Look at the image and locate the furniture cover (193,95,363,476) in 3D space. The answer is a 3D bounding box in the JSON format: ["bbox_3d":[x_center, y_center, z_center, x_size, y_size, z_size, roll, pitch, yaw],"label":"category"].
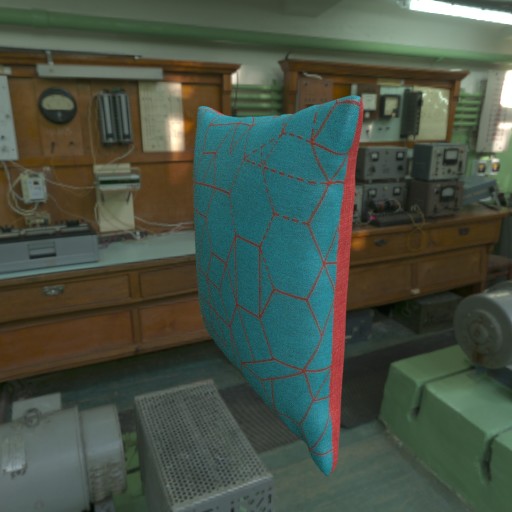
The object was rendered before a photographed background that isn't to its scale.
[{"bbox_3d":[0.000,0.000,0.772,0.158,0.508,0.517,-8,19,-25],"label":"furniture cover"}]
